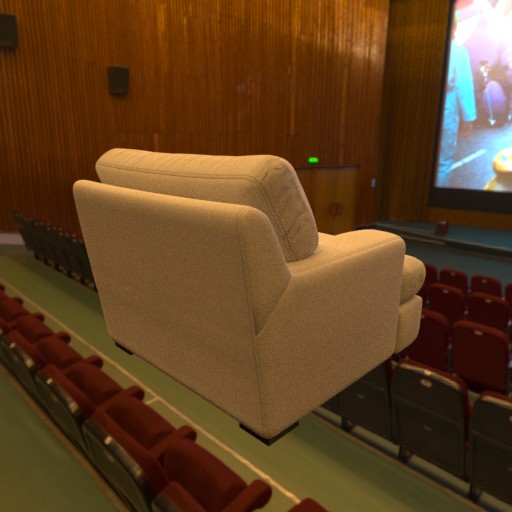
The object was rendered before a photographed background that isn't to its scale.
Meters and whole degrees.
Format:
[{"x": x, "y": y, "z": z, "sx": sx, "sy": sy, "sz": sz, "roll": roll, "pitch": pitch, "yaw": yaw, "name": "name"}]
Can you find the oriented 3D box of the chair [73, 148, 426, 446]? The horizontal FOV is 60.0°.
[{"x": 0.000, "y": 0.000, "z": 1.974, "sx": 1.140, "sy": 0.930, "sz": 1.158, "roll": 15, "pitch": 21, "yaw": 43, "name": "chair"}]
